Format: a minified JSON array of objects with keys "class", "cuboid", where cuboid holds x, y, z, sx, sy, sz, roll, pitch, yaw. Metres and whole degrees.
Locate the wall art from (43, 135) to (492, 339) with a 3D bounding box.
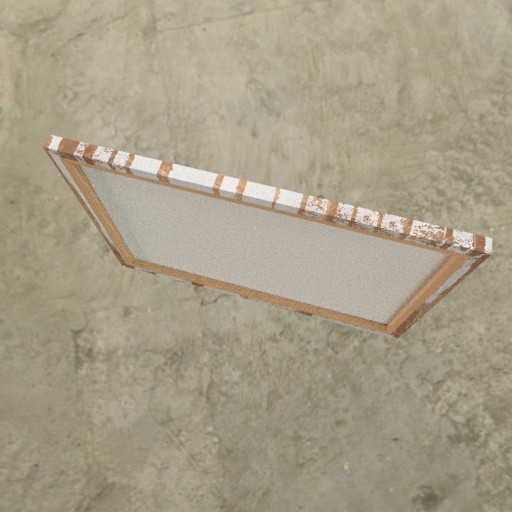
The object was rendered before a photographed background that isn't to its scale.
[{"class":"wall art","cuboid":[0.000,0.000,1.154,0.914,0.609,0.035,14,66,7]}]
